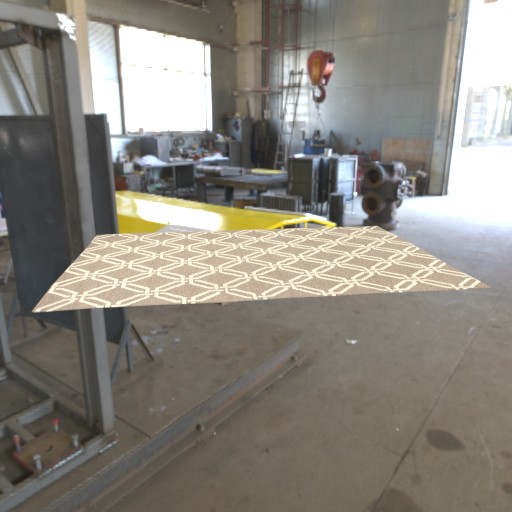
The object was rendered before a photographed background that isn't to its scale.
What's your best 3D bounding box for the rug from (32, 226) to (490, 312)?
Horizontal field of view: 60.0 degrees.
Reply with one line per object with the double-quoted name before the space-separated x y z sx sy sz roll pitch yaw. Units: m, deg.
"rug" 0.000 0.000 2.190 1.748 0.010 1.142 -2 17 -8
